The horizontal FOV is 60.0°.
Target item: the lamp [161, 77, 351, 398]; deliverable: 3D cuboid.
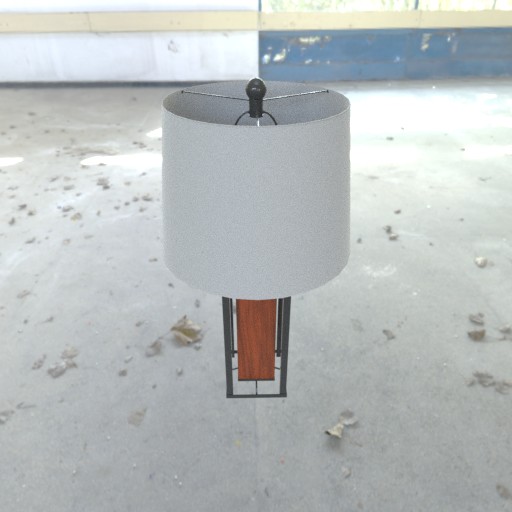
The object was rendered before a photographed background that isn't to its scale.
[{"bbox_3d":[0.000,0.000,0.778,0.320,0.591,0.320,0,32,0],"label":"lamp"}]
